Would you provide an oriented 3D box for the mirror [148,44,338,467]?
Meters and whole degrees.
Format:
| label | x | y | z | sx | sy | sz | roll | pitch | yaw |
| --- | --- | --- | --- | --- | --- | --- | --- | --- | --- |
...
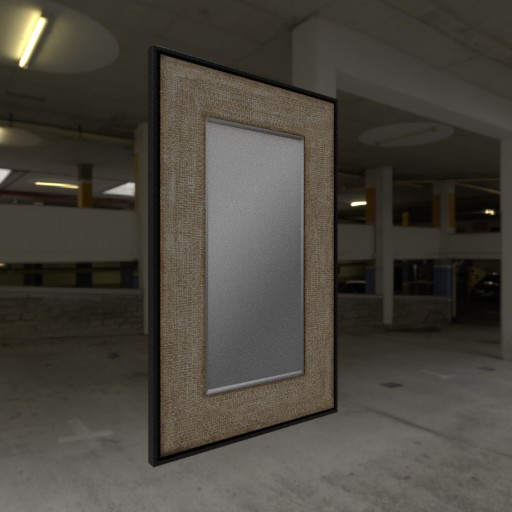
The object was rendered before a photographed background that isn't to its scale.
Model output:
| label | x | y | z | sx | sy | sz | roll | pitch | yaw |
| --- | --- | --- | --- | --- | --- | --- | --- | --- | --- |
| mirror | 0.000 | 0.000 | 1.517 | 0.762 | 1.219 | 0.038 | 0 | 0 | -36 |
